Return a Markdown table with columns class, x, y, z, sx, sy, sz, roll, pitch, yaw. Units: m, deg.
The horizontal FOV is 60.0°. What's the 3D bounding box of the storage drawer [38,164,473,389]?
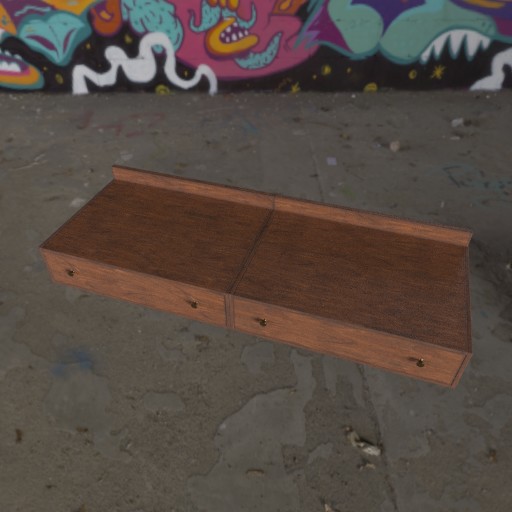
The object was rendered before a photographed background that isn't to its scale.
| class | x | y | z | sx | sy | sz | roll | pitch | yaw |
| --- | --- | --- | --- | --- | --- | --- | --- | --- | --- |
| storage drawer | 0.000 | 0.000 | 2.169 | 1.914 | 0.339 | 0.774 | 12 | 42 | 14 |
